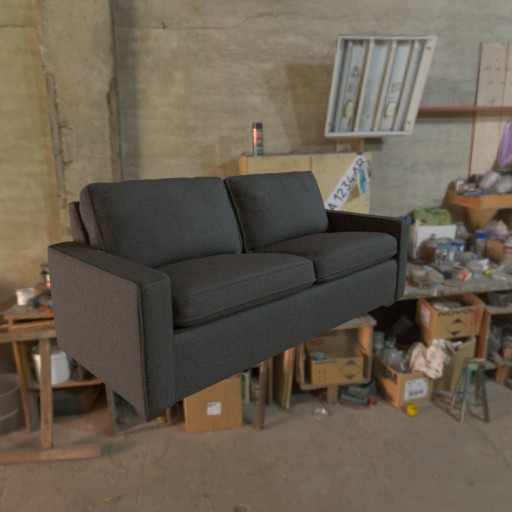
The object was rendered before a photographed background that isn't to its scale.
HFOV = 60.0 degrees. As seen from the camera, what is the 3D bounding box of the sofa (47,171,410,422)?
[{"bbox_3d":[0.000,0.000,2.614,2.080,0.919,0.940,-13,19,-43],"label":"sofa"}]
